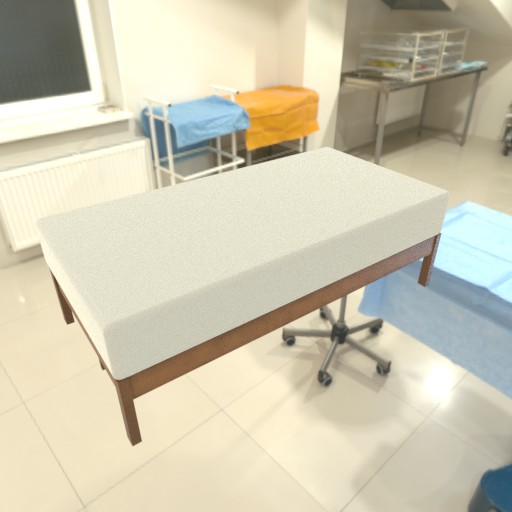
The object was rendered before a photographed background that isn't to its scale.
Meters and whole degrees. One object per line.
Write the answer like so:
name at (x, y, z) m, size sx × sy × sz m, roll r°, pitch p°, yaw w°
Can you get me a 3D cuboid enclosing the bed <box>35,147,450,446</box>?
bed at (0.000, 0.000, 2.391) m, size 1.902 × 0.616 × 0.961 m, roll -21°, pitch 37°, yaw -30°
